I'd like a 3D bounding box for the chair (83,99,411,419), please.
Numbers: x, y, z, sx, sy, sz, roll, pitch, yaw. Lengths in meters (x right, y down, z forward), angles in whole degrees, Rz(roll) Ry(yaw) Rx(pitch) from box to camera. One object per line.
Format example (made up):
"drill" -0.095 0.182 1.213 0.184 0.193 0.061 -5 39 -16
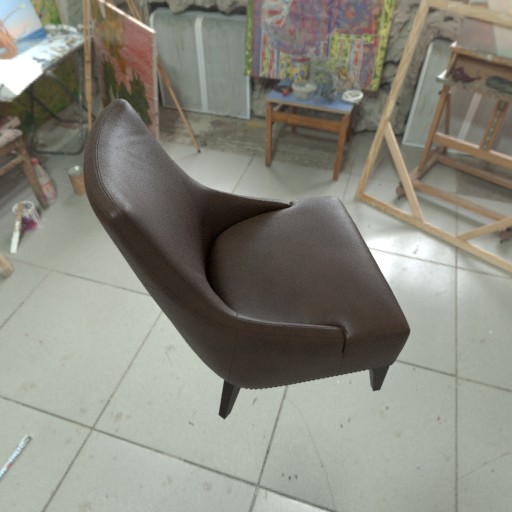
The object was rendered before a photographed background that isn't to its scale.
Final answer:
"chair" 0.000 0.000 1.454 0.861 0.909 0.701 -8 46 -8
